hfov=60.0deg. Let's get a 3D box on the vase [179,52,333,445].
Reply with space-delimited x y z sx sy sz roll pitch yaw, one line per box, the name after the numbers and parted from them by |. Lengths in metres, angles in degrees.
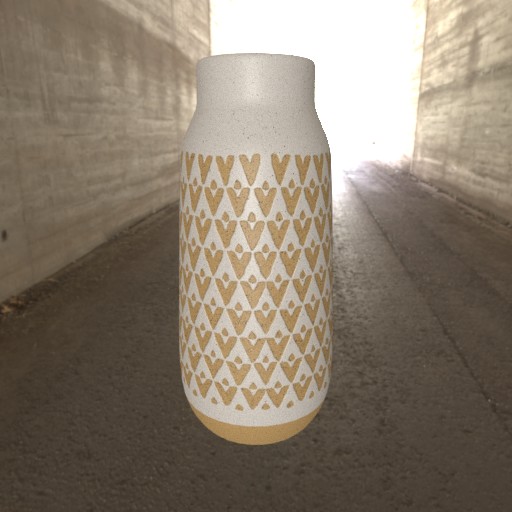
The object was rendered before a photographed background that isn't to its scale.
0.000 0.000 0.379 0.137 0.307 0.137 0 16 0 | vase
